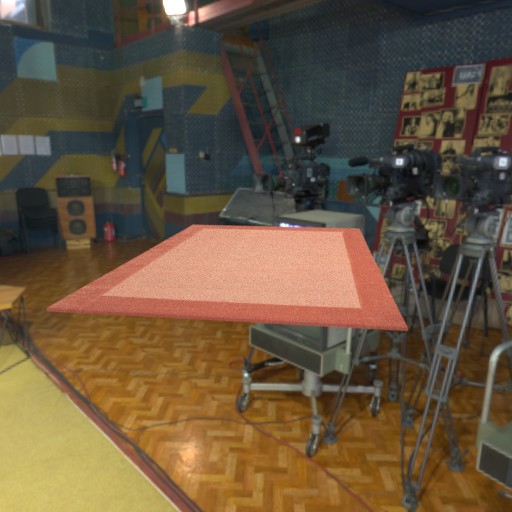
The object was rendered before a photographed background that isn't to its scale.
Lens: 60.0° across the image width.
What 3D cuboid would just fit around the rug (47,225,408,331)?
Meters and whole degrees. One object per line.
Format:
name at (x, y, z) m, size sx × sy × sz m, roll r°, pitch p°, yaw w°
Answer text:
rug at (0.000, 0.000, 2.342) m, size 1.219 × 0.014 × 1.829 m, roll 2°, pitch 13°, yaw 8°
